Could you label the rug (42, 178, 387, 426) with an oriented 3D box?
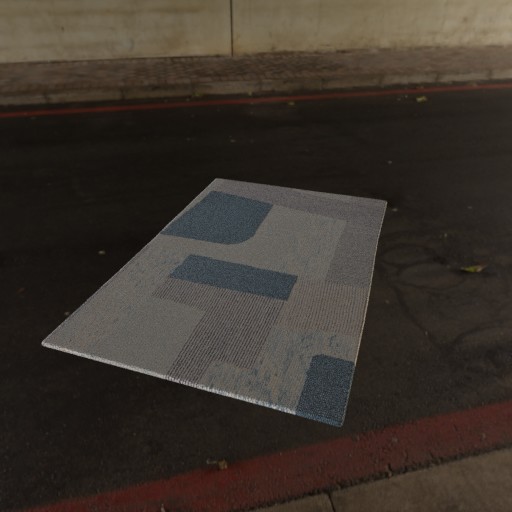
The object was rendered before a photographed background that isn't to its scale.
[{"bbox_3d":[0.000,0.000,2.387,1.238,0.020,1.847,10,34,16],"label":"rug"}]
